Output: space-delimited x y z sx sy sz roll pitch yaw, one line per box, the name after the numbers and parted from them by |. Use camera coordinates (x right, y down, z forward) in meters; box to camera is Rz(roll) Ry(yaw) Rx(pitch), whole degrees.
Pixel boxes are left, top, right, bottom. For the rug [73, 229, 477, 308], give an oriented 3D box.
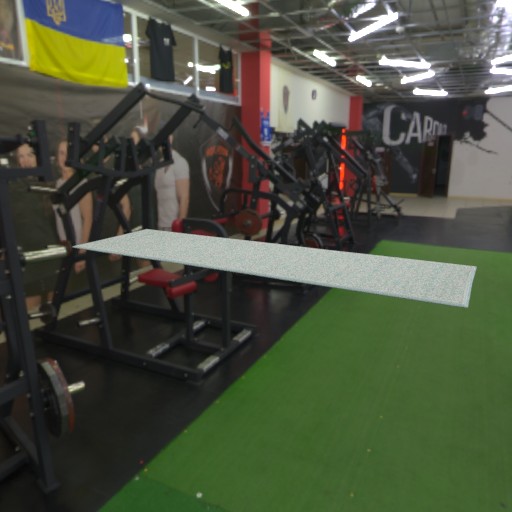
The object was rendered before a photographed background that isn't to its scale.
0.000 0.000 2.481 2.196 0.011 0.662 7 16 28 | rug
